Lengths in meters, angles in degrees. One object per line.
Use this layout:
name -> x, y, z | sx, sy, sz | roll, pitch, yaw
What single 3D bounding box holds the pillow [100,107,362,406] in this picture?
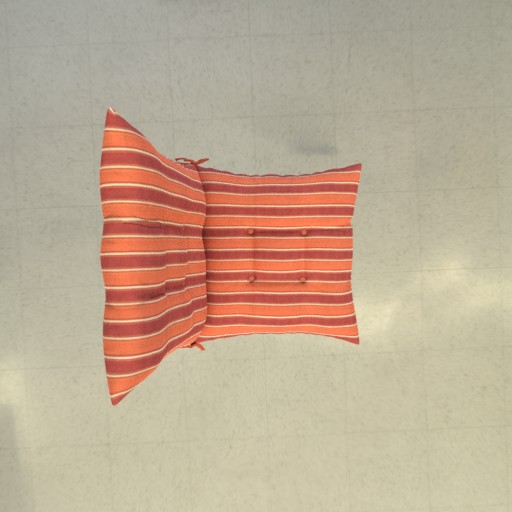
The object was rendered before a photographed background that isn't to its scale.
pillow -> 0.000, 0.000, 1.009 | 0.585, 0.536, 0.541 | 0, 91, 0
